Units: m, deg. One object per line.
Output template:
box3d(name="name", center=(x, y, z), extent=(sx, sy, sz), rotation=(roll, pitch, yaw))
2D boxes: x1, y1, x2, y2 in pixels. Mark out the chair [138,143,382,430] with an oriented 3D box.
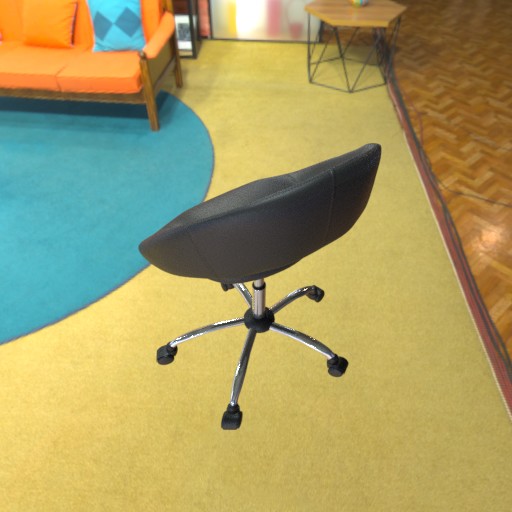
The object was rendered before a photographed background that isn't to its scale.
box3d(name="chair", center=(0.000, 0.000, 1.181), extent=(0.612, 0.791, 0.538), rotation=(-27, 51, -24))
